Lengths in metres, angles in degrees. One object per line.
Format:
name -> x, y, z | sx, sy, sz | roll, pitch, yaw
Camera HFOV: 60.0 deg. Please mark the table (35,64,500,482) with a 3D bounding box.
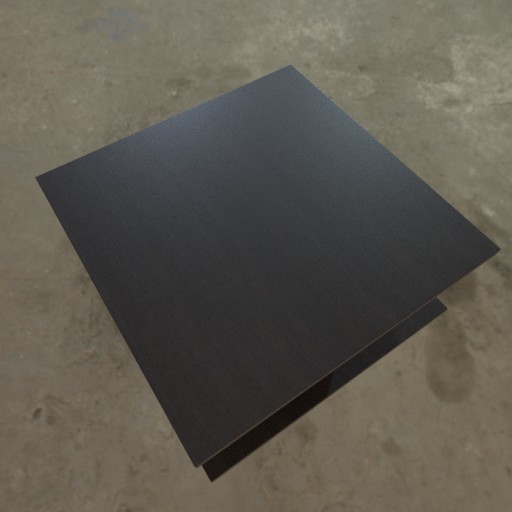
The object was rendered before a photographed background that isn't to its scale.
table -> 0.000, 0.000, 1.178 | 0.762, 0.396, 0.762 | -30, 63, -17
